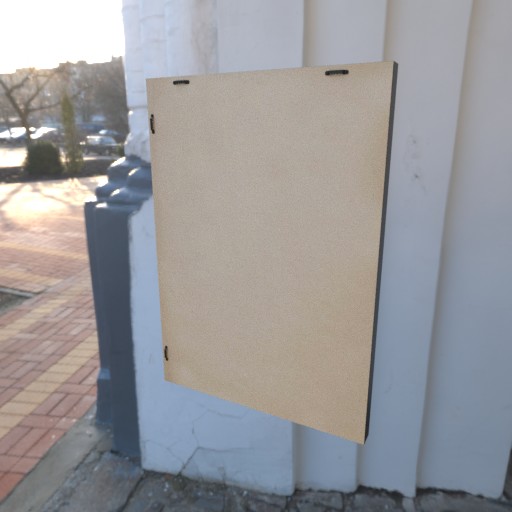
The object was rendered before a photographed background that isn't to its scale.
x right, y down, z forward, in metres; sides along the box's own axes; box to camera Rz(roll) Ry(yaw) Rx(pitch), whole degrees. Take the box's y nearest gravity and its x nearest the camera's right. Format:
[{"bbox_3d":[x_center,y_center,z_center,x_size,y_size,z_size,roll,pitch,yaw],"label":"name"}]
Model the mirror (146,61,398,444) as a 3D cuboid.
[{"bbox_3d":[0.000,0.000,0.919,0.507,0.710,0.040,8,18,27],"label":"mirror"}]
